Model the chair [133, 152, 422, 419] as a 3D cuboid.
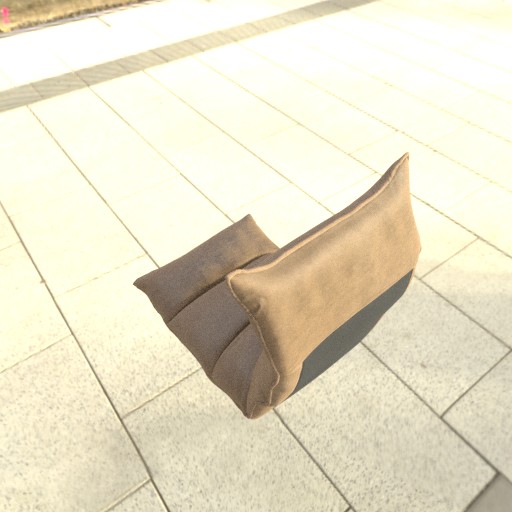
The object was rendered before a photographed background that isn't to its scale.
[{"bbox_3d":[0.000,0.000,1.635,0.714,0.892,0.985,-31,54,-26],"label":"chair"}]
